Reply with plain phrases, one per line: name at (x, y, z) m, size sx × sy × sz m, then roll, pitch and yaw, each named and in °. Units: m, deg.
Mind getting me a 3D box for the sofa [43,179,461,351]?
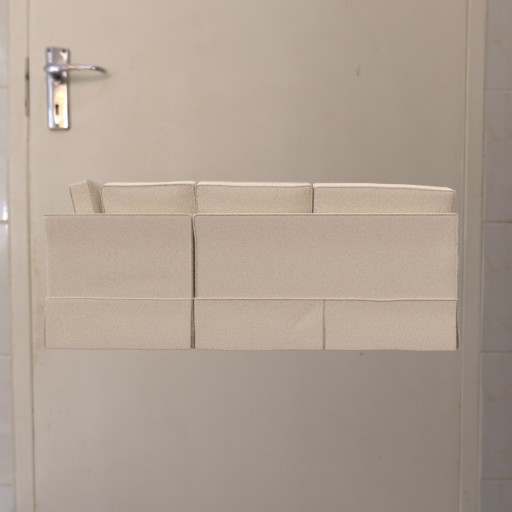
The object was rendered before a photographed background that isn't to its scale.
sofa at (0.000, 0.000, 3.982) m, size 2.591 × 1.070 × 2.597 m, roll 0°, pitch 2°, yaw 1°
